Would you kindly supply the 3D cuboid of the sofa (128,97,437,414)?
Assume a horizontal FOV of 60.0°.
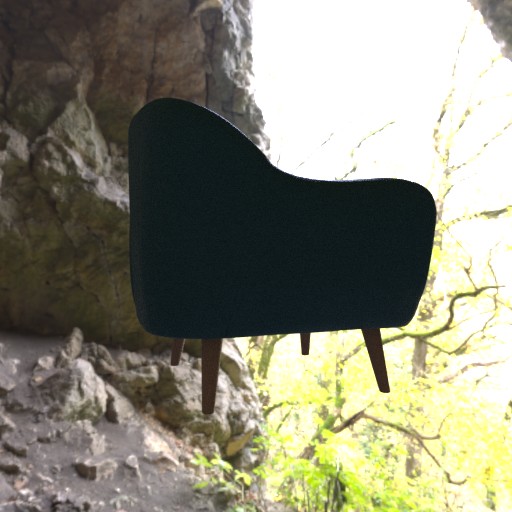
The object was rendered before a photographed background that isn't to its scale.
[{"bbox_3d":[0.000,0.000,1.488,0.825,0.817,0.836,0,0,-19],"label":"sofa"}]
